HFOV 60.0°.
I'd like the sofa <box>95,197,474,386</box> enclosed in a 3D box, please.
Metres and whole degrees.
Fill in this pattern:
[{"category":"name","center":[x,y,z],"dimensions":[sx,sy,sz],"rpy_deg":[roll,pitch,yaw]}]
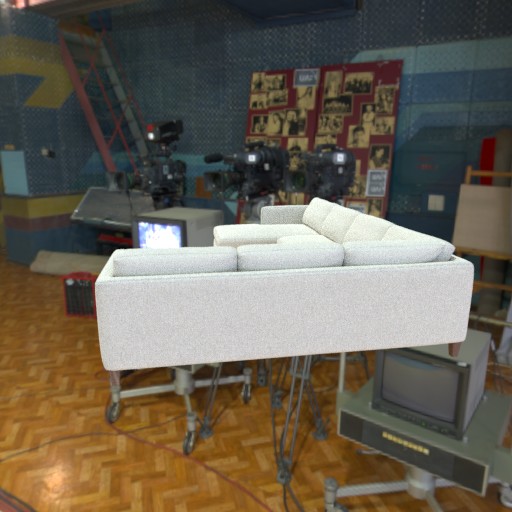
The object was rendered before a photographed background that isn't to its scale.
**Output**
[{"category":"sofa","center":[0.000,0.000,4.426],"dimensions":[2.551,0.853,3.238],"rpy_deg":[-2,14,-10]}]
